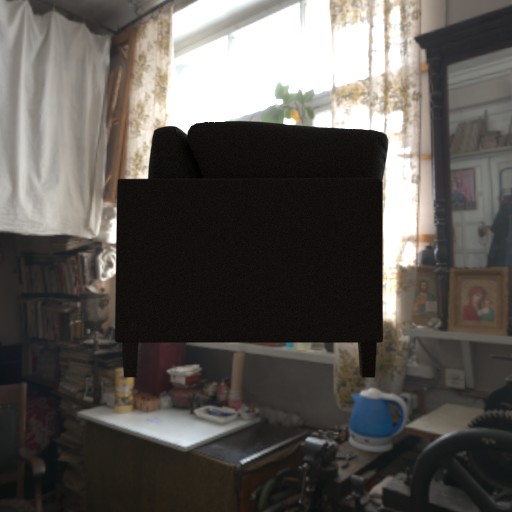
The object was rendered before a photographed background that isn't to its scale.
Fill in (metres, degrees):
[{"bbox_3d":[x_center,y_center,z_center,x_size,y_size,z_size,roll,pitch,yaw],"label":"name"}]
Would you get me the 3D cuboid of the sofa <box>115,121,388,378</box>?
[{"bbox_3d":[0.000,0.000,2.381,0.969,0.920,1.751,0,-3,0],"label":"sofa"}]
